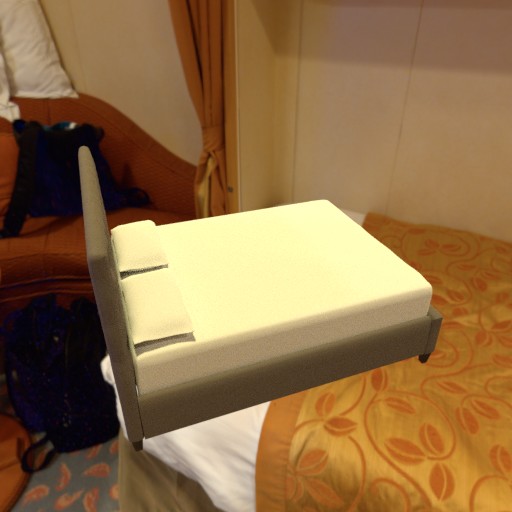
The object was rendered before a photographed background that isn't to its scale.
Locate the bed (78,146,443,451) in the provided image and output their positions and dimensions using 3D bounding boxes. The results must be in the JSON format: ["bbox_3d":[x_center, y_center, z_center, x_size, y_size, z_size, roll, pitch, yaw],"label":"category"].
[{"bbox_3d":[0.000,0.000,3.328,2.233,1.426,1.696,-11,33,-17],"label":"bed"}]
